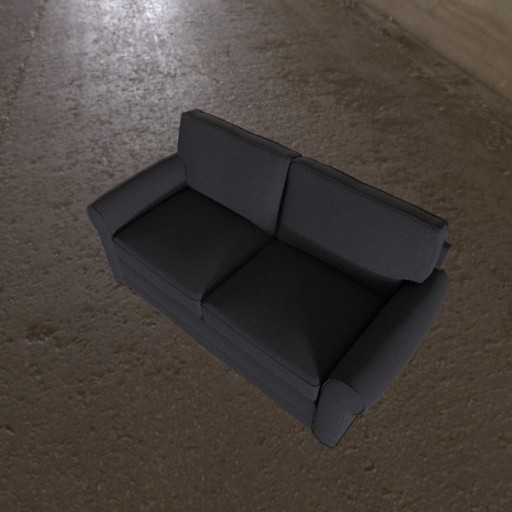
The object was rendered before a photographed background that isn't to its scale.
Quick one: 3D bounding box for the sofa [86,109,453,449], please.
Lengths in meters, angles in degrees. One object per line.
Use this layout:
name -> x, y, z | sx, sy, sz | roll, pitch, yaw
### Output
sofa -> 0.000, 0.000, 2.575 | 2.009, 1.031, 0.951 | 31, 53, 27
